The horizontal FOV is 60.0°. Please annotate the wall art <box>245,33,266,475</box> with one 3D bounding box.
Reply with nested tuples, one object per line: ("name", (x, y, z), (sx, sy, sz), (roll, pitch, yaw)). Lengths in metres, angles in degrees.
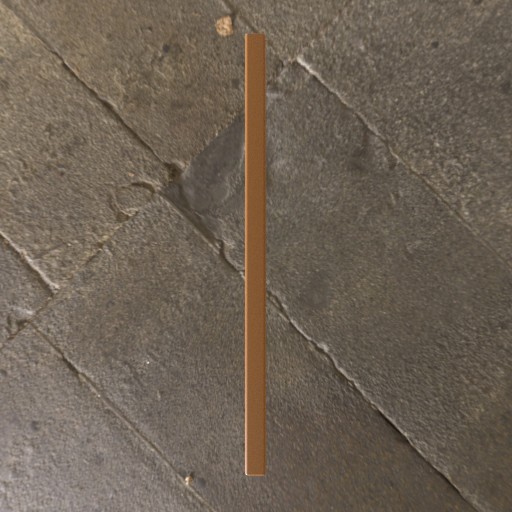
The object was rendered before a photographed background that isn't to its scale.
("wall art", (0.000, 0.000, 0.724), (0.021, 0.550, 0.449), (0, 89, 0))
